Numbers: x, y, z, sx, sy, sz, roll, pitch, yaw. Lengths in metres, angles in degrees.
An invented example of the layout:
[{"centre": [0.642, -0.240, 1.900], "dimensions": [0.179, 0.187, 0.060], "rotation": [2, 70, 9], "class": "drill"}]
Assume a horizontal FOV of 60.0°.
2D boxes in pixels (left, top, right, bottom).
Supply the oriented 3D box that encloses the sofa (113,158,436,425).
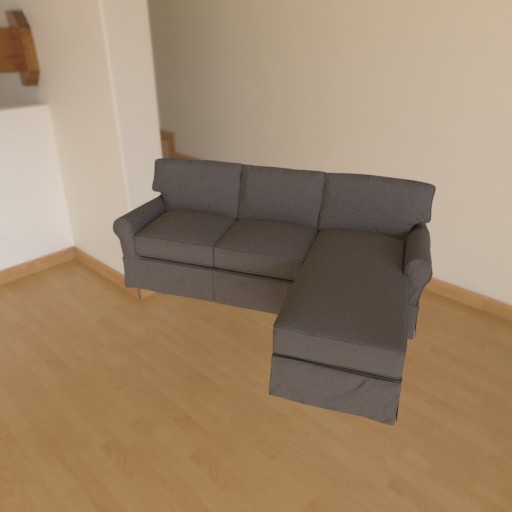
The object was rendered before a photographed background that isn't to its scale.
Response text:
[{"centre": [0.000, 0.000, 3.313], "dimensions": [2.475, 0.978, 1.733], "rotation": [9, 29, 16], "class": "sofa"}]
